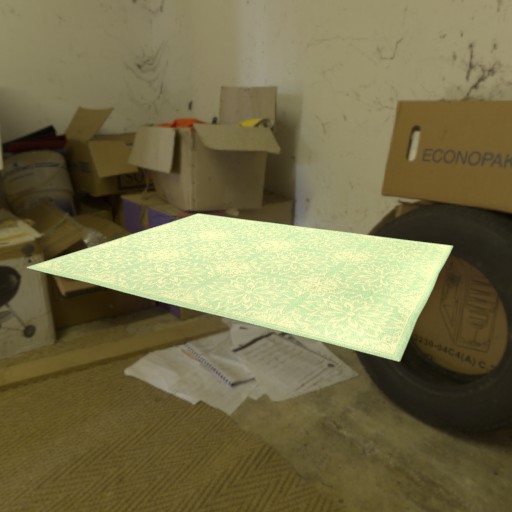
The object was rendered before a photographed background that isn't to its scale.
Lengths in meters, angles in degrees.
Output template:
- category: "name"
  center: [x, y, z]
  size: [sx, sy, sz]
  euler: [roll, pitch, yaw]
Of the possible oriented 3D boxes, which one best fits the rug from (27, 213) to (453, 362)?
- category: "rug"
  center: [0.000, 0.000, 3.917]
  size: [2.980, 0.012, 2.363]
  euler: [10, 20, 28]
